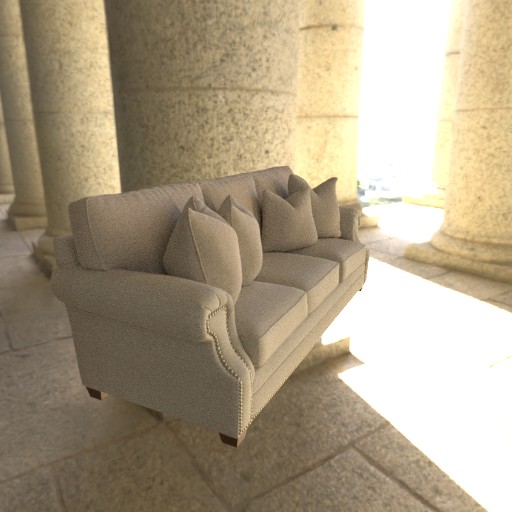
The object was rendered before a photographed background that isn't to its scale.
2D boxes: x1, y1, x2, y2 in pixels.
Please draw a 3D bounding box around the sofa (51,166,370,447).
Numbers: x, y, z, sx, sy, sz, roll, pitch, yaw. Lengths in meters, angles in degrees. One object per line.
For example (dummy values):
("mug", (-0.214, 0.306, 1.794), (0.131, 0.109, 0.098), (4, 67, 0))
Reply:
("sofa", (0.000, 0.000, 2.753), (0.965, 0.975, 2.312), (8, 18, 26))
